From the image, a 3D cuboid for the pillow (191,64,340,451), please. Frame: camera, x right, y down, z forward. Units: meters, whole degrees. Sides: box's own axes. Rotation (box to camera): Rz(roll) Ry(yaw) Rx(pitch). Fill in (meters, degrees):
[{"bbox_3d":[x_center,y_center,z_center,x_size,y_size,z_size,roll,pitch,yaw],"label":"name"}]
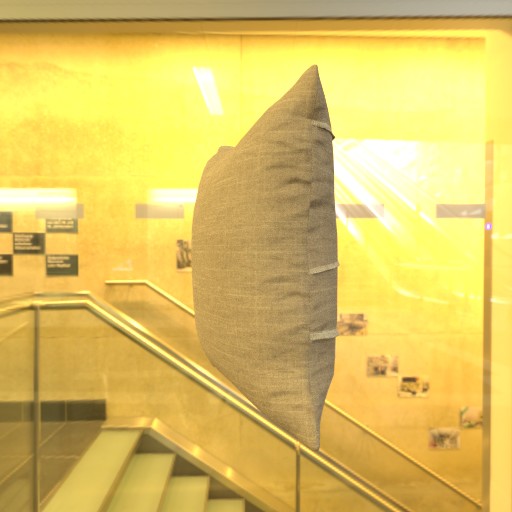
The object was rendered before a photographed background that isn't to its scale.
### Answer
[{"bbox_3d":[0.000,0.000,0.646,0.169,0.400,0.424,0,1,-19],"label":"pillow"}]
